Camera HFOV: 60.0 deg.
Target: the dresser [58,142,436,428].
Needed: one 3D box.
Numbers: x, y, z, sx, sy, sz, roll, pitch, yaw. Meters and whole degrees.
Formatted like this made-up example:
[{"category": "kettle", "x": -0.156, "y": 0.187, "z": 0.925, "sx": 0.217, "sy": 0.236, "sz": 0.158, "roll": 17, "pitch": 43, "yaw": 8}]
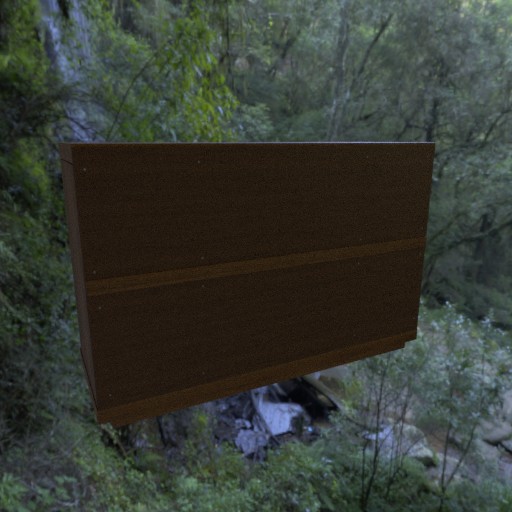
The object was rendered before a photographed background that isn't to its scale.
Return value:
[{"category": "dresser", "x": 0.000, "y": 0.000, "z": 1.665, "sx": 1.261, "sy": 0.825, "sz": 0.479, "roll": -7, "pitch": 16, "yaw": -26}]
